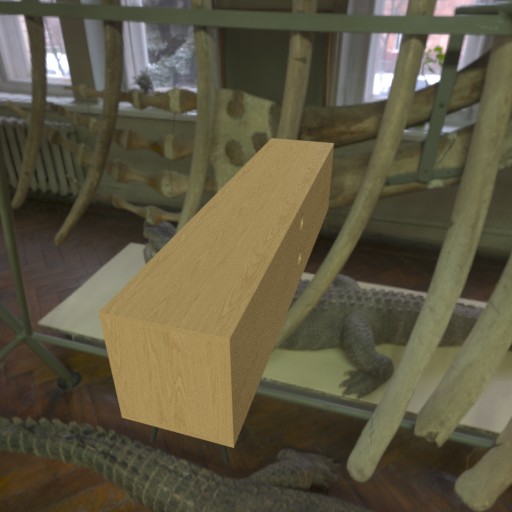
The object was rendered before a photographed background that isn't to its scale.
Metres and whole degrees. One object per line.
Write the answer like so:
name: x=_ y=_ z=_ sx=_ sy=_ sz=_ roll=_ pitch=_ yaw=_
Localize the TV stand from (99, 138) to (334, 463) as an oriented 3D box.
TV stand: x=0.000 y=0.000 z=2.008 sx=0.400 sy=0.580 sz=1.760 roll=9 pitch=31 yaw=15
